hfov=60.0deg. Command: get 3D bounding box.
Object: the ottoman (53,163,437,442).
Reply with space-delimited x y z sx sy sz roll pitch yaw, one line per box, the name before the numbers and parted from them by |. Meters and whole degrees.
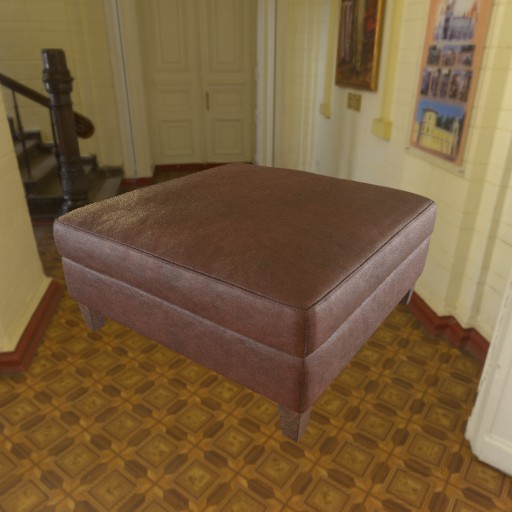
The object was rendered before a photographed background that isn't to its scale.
ottoman | 0.000 0.000 1.361 0.844 0.415 0.836 17 30 32
